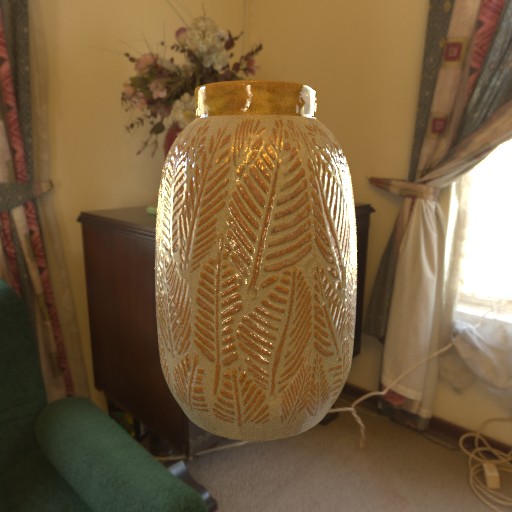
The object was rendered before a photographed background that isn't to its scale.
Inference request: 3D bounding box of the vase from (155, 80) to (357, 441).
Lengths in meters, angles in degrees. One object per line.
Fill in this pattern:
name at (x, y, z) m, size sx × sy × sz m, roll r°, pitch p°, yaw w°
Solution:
vase at (0.000, 0.000, 0.381) m, size 0.172 × 0.270 × 0.172 m, roll 0°, pitch 13°, yaw 0°
